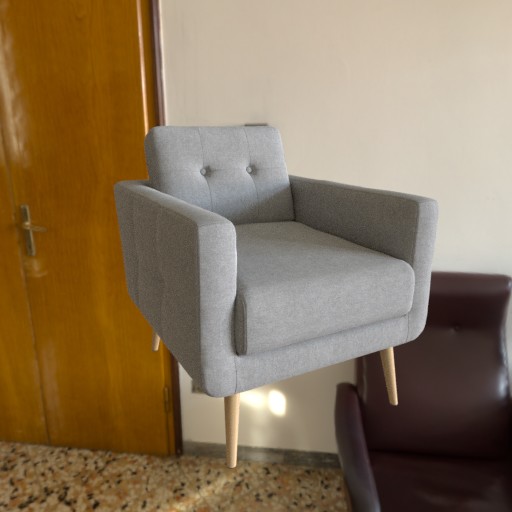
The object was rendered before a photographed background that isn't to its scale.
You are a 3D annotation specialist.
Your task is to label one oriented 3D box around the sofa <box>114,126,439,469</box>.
[{"bbox_3d":[0.000,0.000,1.521,0.770,0.860,0.920,-8,18,-27],"label":"sofa"}]
